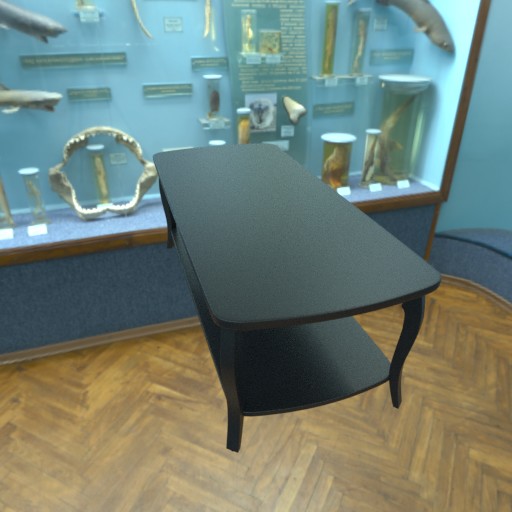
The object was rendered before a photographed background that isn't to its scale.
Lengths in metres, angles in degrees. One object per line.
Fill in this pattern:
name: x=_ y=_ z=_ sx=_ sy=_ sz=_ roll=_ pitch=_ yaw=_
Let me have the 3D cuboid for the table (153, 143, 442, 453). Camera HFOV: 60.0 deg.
table: x=0.000 y=0.000 z=1.614 sx=0.571 sy=0.457 sz=1.333 roll=-9 pitch=31 yaw=-15
